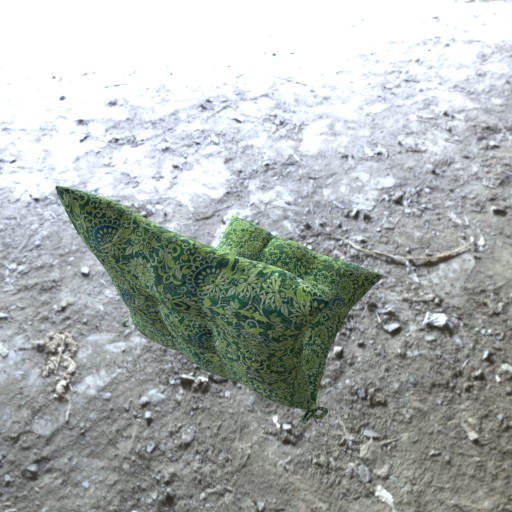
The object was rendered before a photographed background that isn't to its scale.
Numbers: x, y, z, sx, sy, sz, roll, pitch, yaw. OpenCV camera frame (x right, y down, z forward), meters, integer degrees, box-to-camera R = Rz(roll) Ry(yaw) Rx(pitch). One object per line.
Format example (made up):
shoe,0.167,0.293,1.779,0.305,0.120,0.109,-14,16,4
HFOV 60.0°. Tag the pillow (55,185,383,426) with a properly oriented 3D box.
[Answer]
pillow,0.000,0.000,1.007,0.541,0.536,0.585,23,51,20
